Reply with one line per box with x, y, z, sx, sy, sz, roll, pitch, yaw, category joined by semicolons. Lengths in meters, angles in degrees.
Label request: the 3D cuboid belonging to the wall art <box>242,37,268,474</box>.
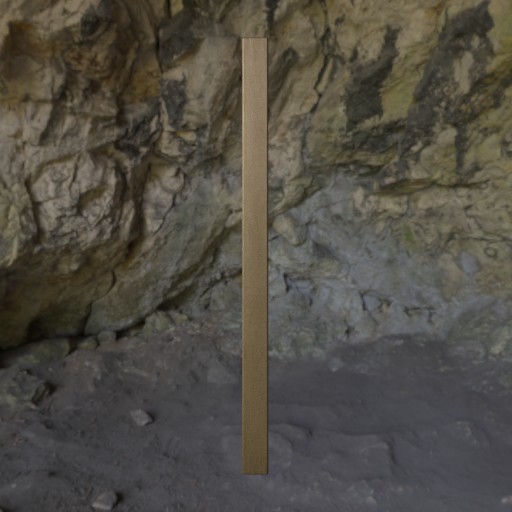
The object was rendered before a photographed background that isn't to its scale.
0.000;0.000;0.764;0.030;0.506;0.503;0;0;0;wall art
